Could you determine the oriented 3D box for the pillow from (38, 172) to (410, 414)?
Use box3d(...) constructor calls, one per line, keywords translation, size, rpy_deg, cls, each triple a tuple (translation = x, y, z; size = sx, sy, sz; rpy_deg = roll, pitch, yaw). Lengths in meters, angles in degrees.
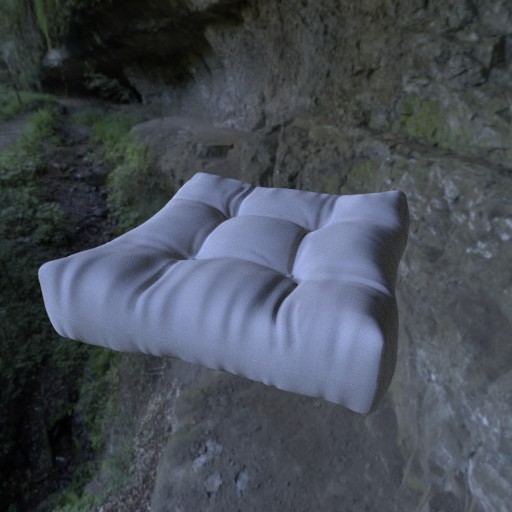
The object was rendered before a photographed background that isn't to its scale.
box3d(translation=(0.000, 0.000, 0.728), size=(0.468, 0.128, 0.490), rpy_deg=(9, 29, 17), cls="pillow")
